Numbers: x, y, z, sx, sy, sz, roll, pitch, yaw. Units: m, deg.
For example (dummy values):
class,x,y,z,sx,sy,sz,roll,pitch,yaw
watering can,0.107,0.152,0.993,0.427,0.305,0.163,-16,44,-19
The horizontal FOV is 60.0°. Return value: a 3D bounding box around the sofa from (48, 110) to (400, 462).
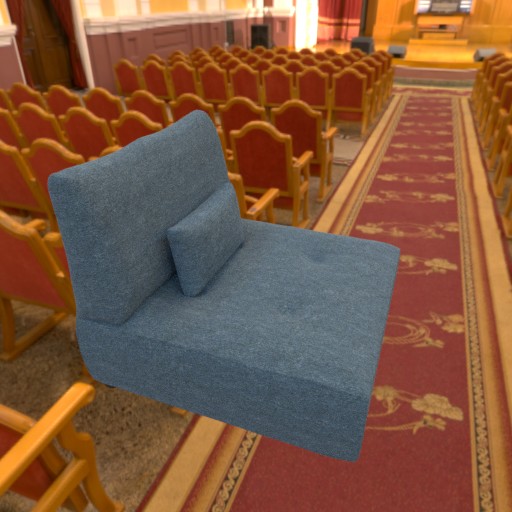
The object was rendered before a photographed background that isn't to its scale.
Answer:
class,x,y,z,sx,sy,sz,roll,pitch,yaw
sofa,0.000,0.000,1.653,1.000,0.820,0.930,11,32,18
